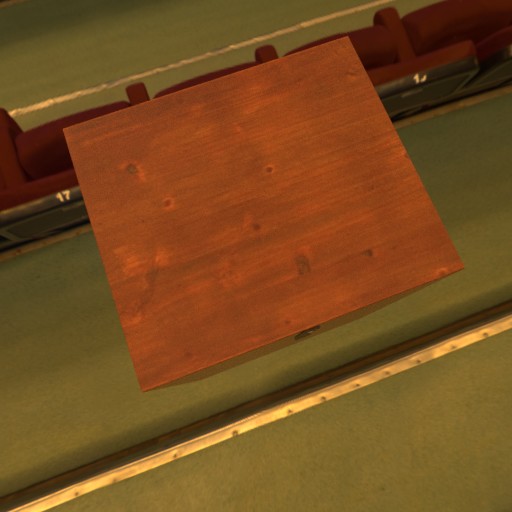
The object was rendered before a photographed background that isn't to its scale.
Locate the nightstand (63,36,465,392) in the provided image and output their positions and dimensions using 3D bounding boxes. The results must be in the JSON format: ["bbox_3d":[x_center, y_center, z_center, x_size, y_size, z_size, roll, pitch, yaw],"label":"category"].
[{"bbox_3d":[0.000,0.000,0.970,0.465,0.695,0.410,-20,77,-5],"label":"nightstand"}]
